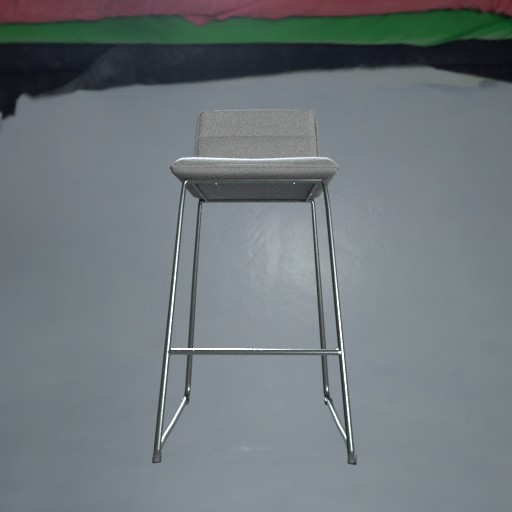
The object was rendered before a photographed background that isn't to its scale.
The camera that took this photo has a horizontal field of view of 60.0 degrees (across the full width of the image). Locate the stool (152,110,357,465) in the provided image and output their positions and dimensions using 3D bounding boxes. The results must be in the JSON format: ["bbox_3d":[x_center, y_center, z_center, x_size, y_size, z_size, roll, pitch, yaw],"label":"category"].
[{"bbox_3d":[0.000,0.000,1.238,0.490,0.960,0.490,0,0,1],"label":"stool"}]
